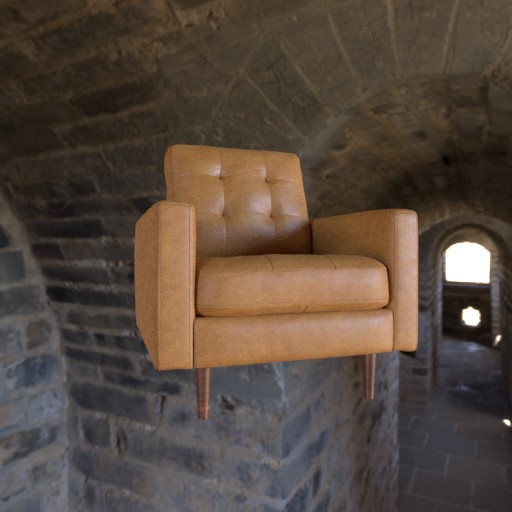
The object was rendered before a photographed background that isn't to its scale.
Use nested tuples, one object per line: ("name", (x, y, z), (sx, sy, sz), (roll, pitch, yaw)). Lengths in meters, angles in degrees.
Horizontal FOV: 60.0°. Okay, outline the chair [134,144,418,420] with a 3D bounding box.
("chair", (0.000, 0.000, 1.622), (0.831, 0.896, 0.868), (0, 0, -19))
